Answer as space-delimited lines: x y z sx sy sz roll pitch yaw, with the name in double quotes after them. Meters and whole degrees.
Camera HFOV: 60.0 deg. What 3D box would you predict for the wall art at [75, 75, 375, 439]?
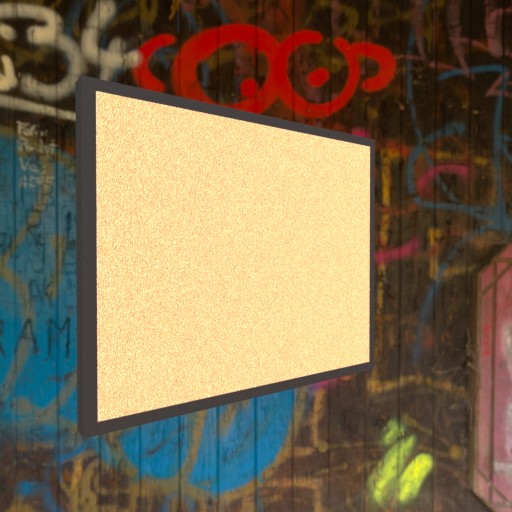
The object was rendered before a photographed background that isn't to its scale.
0.000 0.000 0.727 0.554 0.454 0.030 -1 1 -36 "wall art"
